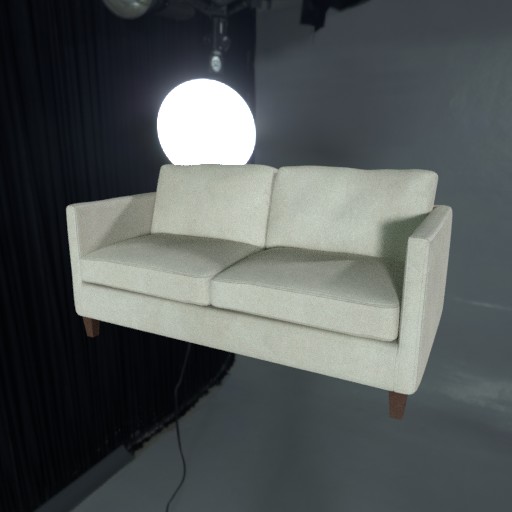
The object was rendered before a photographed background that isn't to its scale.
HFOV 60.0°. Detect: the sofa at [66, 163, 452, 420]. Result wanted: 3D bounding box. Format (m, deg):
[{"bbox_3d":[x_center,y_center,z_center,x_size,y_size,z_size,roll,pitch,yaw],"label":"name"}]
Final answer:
[{"bbox_3d":[0.000,0.000,2.377,1.846,0.940,0.950,7,16,27],"label":"sofa"}]
